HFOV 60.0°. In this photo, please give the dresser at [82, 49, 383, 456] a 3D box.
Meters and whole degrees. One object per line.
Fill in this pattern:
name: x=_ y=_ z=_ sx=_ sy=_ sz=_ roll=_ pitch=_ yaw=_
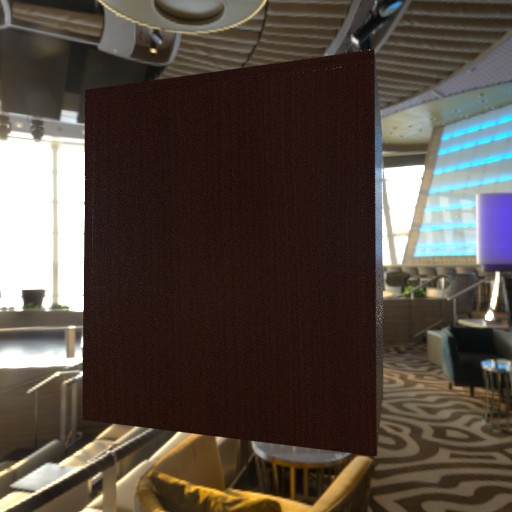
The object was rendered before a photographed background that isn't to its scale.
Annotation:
dresser: x=0.000 y=0.000 z=0.740 sx=0.400 sy=0.470 sz=0.360 roll=0 pitch=-1 yaw=17
